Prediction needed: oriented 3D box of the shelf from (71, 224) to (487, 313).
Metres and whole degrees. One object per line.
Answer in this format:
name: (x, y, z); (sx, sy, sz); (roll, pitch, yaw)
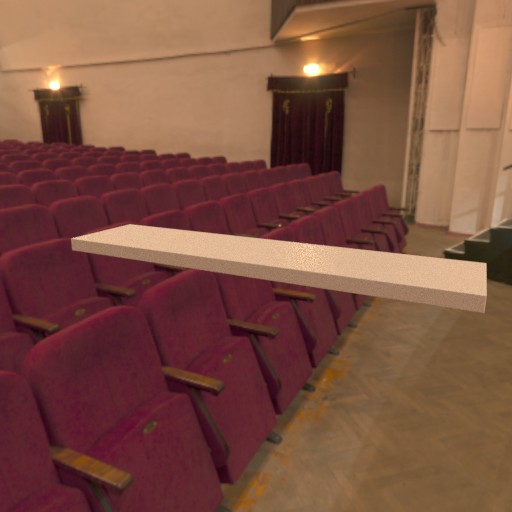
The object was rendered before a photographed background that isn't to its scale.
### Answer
shelf: (0.000, 0.000, 0.658); (0.610, 0.020, 0.140); (7, 17, 26)
